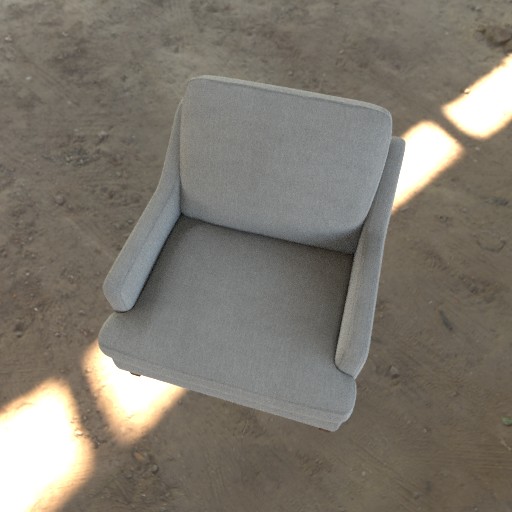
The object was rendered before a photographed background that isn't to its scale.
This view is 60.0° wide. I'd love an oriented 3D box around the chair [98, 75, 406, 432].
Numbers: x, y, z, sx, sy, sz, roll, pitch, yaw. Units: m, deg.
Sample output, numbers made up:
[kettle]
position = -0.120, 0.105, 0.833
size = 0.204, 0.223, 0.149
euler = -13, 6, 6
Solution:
[chair]
position = 0.000, 0.000, 1.514
size = 0.826, 0.821, 0.892
euler = 13, 59, 8
